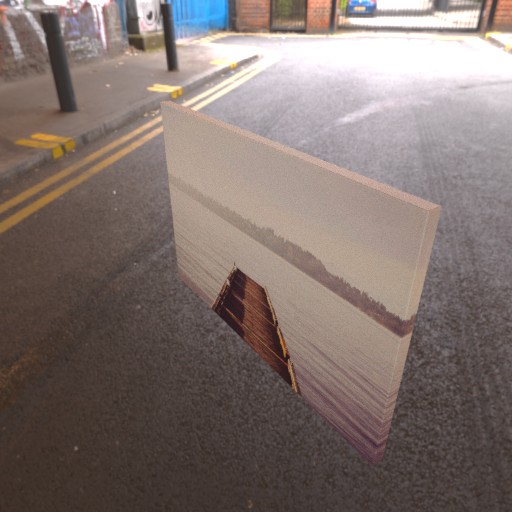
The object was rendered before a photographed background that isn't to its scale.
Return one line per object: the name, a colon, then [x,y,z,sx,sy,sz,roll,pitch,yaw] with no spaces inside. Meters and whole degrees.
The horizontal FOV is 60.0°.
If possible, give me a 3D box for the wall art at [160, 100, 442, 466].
wall art: [0.000,0.000,0.760,0.021,0.410,0.615,-20,36,-30]
